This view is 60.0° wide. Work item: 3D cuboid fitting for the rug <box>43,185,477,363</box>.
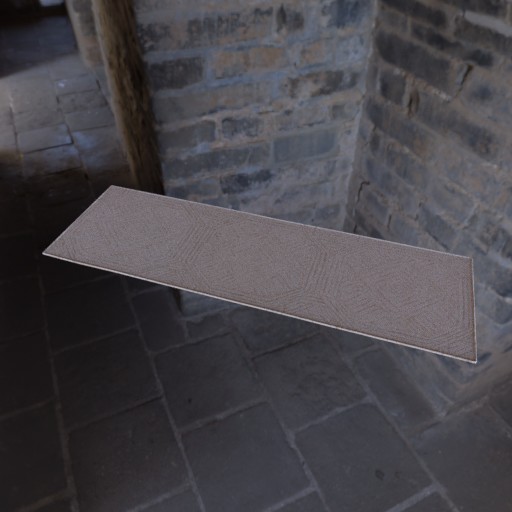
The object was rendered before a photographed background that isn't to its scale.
[{"bbox_3d":[0.000,0.000,2.646,2.452,0.012,0.775,13,44,13],"label":"rug"}]
